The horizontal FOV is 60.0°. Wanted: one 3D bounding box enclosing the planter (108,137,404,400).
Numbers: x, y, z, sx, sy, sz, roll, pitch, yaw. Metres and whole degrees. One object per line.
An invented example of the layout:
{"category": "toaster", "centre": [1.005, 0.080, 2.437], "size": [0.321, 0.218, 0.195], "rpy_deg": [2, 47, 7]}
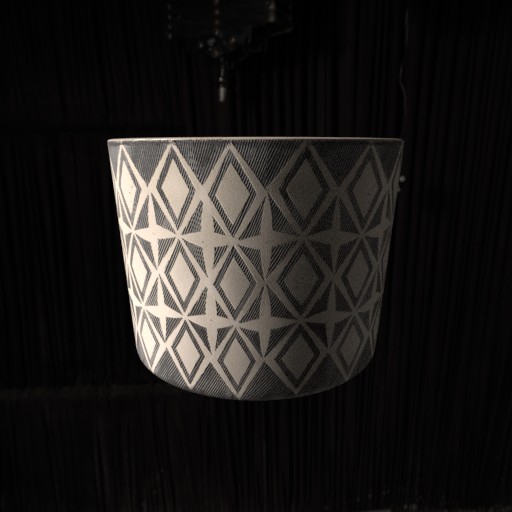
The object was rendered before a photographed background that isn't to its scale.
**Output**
{"category": "planter", "centre": [0.000, 0.000, 0.434], "size": [0.260, 0.220, 0.260], "rpy_deg": [0, 14, 0]}
